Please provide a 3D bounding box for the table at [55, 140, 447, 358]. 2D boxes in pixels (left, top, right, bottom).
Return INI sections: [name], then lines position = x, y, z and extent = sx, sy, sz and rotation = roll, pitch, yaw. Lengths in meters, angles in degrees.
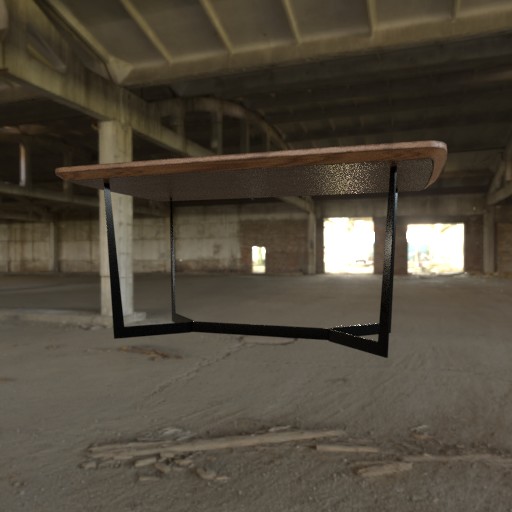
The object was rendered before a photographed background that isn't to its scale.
[table]
position = 0.000, 0.000, 2.123
extent = 1.643, 0.765, 0.949
rotation = 0, 0, 18
